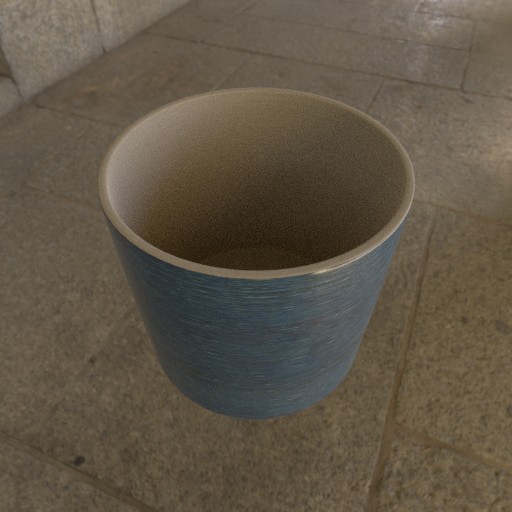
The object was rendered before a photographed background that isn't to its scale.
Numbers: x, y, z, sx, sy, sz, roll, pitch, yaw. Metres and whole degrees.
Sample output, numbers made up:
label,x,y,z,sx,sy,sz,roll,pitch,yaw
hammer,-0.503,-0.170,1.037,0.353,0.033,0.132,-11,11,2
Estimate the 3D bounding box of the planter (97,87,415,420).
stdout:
label,x,y,z,sx,sy,sz,roll,pitch,yaw
planter,0.000,0.000,0.390,0.221,0.201,0.221,0,47,0
